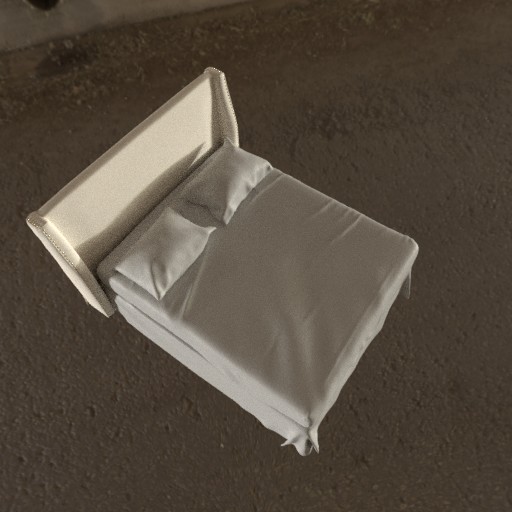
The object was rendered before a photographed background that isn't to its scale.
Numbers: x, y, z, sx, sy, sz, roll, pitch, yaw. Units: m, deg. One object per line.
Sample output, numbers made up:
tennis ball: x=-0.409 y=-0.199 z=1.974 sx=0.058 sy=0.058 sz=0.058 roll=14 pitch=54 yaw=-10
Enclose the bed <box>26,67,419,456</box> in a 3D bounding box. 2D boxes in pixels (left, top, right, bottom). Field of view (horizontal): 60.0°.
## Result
bed: x=0.000 y=0.000 z=3.419 sx=2.276 sy=1.332 sz=1.925 roll=31 pitch=64 yaw=18
